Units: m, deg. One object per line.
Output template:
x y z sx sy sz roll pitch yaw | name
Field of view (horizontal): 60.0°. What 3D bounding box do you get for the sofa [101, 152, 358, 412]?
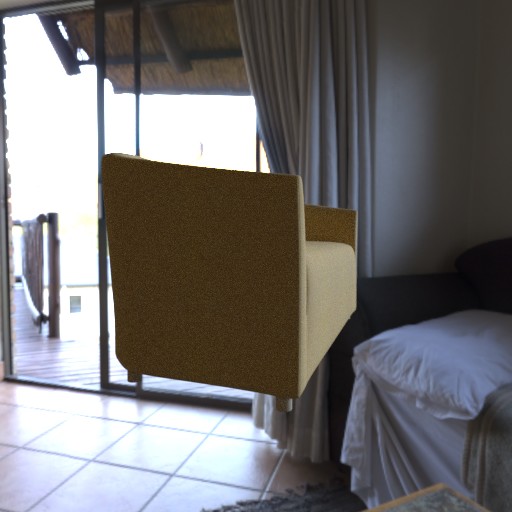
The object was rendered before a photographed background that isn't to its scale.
0.000 0.000 1.836 0.705 0.721 1.452 1 2 18 | sofa
